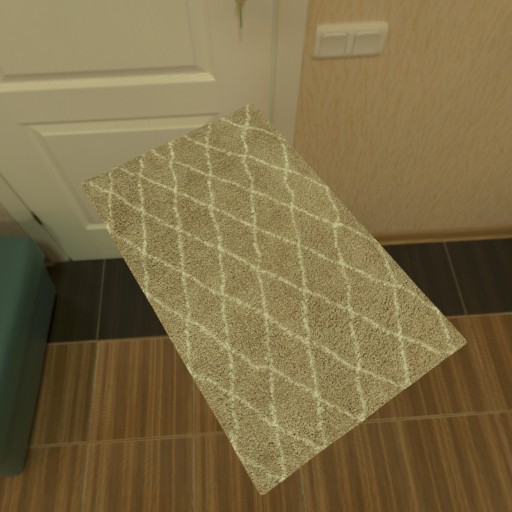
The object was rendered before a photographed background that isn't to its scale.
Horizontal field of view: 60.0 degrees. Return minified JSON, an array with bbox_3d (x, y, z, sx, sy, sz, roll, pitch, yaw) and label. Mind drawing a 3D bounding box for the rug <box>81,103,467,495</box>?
[{"bbox_3d":[0.000,0.000,3.011,1.524,0.030,2.438,-30,66,-15],"label":"rug"}]
